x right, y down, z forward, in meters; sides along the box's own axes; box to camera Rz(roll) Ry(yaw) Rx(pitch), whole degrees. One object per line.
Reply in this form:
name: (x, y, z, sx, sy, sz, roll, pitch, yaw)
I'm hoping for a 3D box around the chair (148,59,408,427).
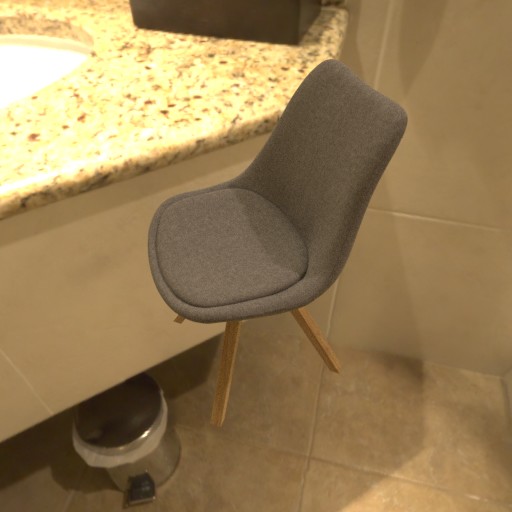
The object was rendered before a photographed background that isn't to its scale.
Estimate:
chair: (0.000, 0.000, 1.187, 0.550, 0.865, 0.483, -17, 49, -16)
